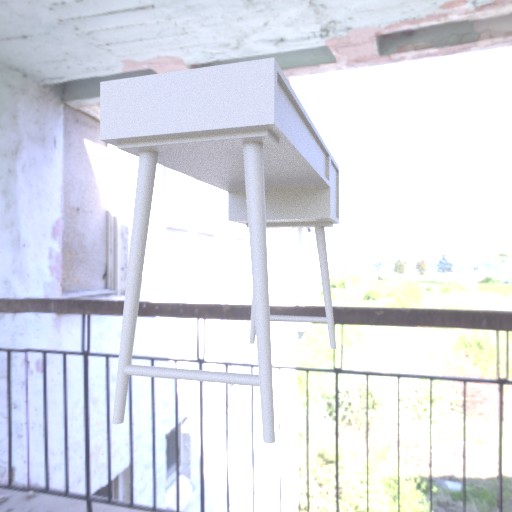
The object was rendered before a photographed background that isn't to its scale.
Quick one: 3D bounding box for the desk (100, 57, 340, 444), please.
[{"bbox_3d":[0.000,0.000,1.428,0.409,0.761,1.069,0,-1,17],"label":"desk"}]
